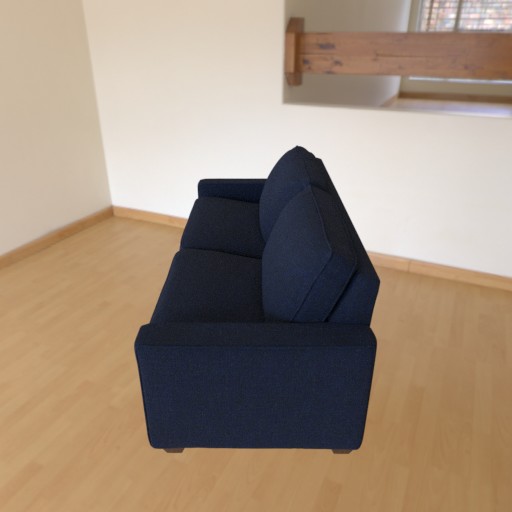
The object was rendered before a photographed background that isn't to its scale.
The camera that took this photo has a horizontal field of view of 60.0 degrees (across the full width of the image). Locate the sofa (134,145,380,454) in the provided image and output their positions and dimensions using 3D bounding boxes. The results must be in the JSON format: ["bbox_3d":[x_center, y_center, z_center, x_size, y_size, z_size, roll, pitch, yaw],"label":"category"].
[{"bbox_3d":[0.000,0.000,2.590,0.940,0.919,2.080,0,27,0],"label":"sofa"}]
